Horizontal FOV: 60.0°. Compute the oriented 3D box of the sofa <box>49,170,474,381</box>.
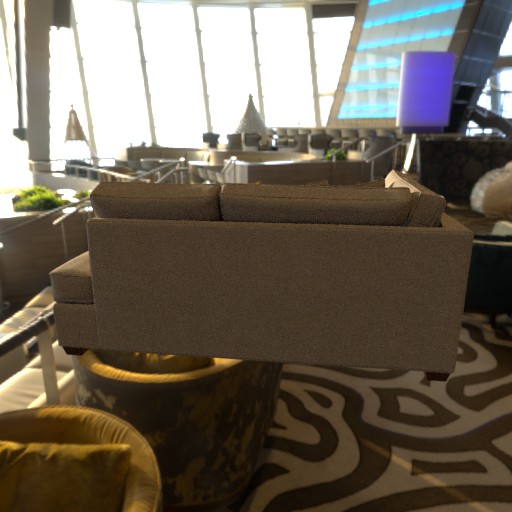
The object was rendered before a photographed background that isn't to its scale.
[{"bbox_3d":[0.000,0.000,2.832,2.238,1.019,1.110,2,16,7],"label":"sofa"}]
